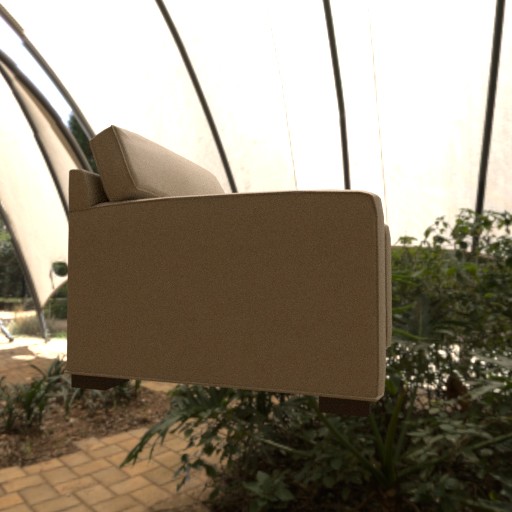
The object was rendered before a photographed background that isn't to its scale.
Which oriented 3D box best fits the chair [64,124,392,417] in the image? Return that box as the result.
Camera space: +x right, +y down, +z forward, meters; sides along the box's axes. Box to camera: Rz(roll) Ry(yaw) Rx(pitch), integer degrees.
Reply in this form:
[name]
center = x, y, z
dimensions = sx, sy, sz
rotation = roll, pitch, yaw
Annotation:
[chair]
center = 0.000, 0.000, 1.816
dimensions = 1.043, 0.913, 0.998
rotation = -1, -2, 18
